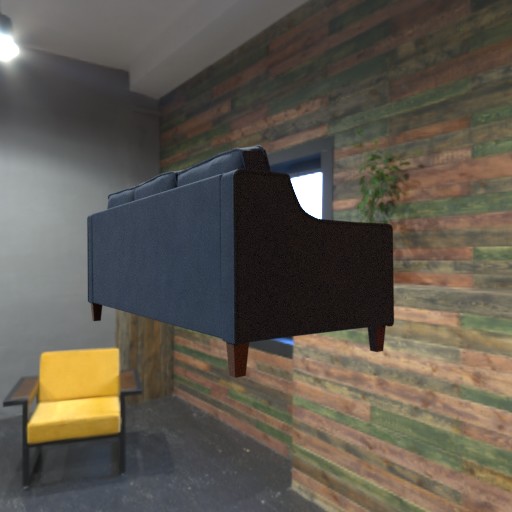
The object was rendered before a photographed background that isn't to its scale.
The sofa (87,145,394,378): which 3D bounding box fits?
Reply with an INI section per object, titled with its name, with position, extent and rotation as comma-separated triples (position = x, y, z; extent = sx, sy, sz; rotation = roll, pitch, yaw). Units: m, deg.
[sofa]
position = 0.000, 0.000, 3.310
extent = 1.858, 1.066, 2.317
rotation = 0, -1, -35
